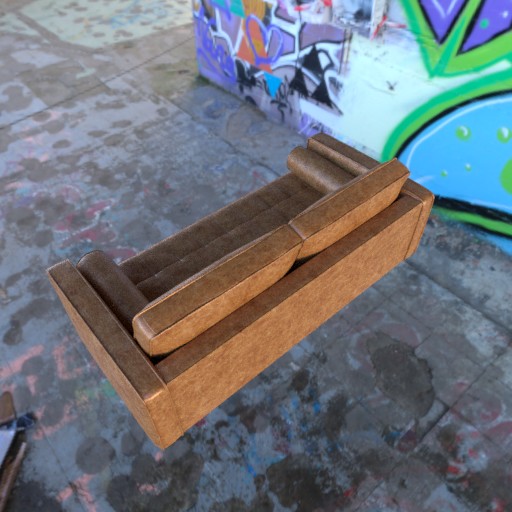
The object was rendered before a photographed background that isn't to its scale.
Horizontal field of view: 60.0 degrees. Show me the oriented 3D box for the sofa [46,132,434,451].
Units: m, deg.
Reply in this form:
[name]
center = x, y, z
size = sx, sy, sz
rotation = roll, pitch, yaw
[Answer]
[sofa]
center = 0.000, 0.000, 2.444
size = 1.920, 0.825, 0.924
rotation = -32, 54, -27
